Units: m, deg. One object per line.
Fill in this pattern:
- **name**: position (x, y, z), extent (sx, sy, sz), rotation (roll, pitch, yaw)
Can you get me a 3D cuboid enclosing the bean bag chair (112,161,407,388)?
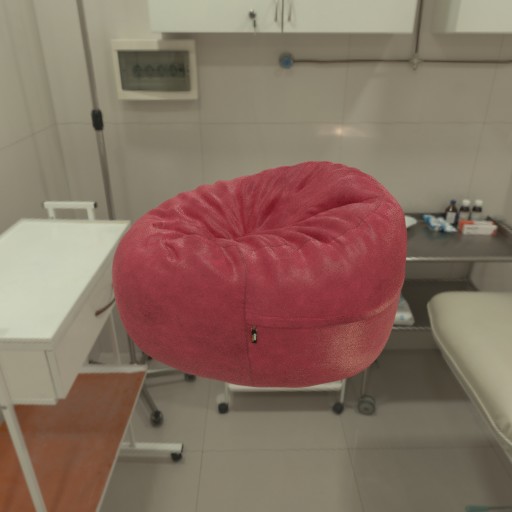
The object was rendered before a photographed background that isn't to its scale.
- **bean bag chair**: position (0.000, 0.000, 2.446), extent (1.524, 0.878, 1.524), rotation (0, 26, -1)
